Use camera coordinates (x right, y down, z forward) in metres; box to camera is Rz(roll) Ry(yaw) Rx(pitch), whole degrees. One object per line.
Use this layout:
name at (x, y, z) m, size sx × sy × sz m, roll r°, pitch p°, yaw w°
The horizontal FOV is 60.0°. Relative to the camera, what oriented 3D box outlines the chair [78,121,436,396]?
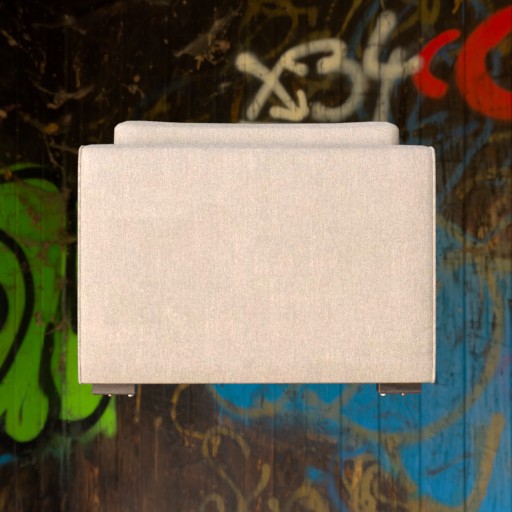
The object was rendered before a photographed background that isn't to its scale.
chair at (0.000, 0.000, 1.970) m, size 1.270 × 0.974 × 1.043 m, roll 0°, pitch 0°, yaw -1°
